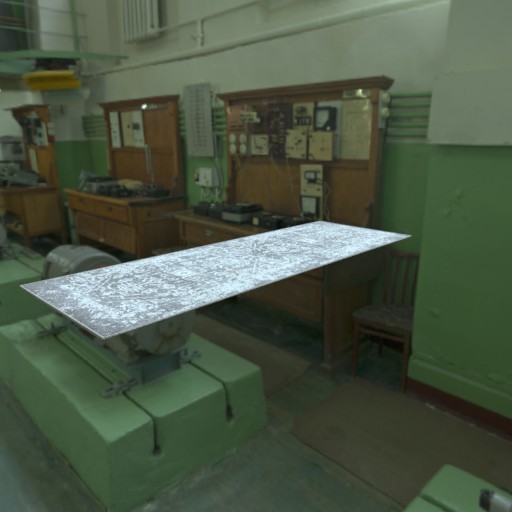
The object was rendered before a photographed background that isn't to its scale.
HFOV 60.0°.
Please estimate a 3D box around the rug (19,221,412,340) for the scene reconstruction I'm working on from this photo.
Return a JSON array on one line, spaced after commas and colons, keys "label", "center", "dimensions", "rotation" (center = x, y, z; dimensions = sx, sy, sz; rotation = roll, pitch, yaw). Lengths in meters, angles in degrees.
[{"label": "rug", "center": [0.000, 0.000, 2.726], "dimensions": [0.855, 0.017, 2.452], "rotation": [14, 21, 43]}]
